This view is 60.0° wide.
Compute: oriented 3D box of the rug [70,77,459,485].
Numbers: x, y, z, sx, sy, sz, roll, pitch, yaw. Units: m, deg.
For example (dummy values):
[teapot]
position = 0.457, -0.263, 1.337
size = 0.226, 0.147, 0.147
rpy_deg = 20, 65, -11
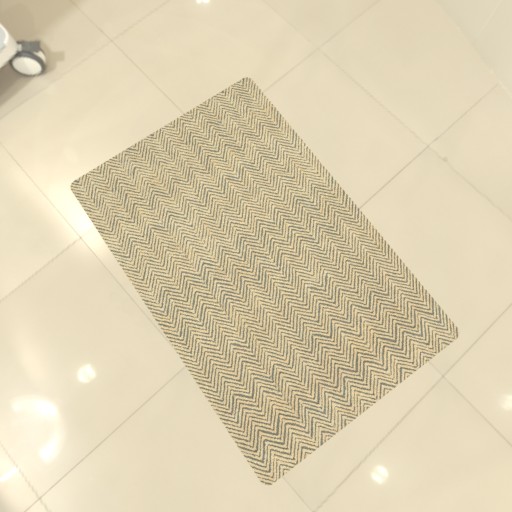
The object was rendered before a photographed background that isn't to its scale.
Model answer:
[rug]
position = 0.000, 0.000, 2.192
size = 1.144, 0.008, 1.752
rpy_deg = -34, 77, -9
